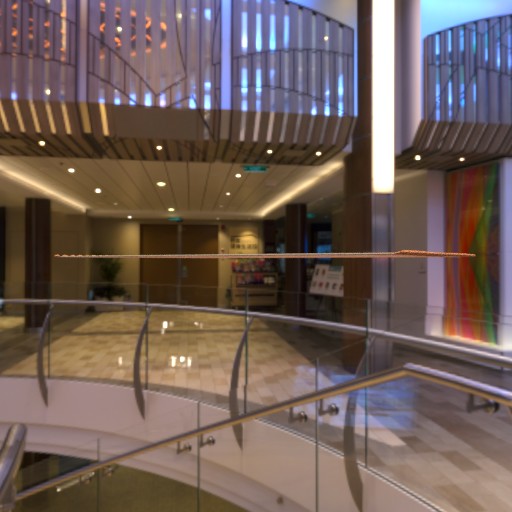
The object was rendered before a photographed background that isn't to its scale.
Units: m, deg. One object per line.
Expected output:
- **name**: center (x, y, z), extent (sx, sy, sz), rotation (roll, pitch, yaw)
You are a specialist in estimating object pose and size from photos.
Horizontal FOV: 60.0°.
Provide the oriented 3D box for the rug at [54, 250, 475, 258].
- **rug**: center (0.000, 0.000, 2.520), extent (2.092, 0.017, 1.232), rotation (0, -1, 36)
